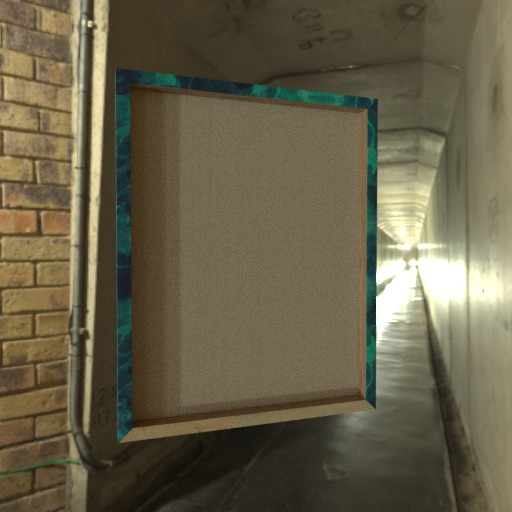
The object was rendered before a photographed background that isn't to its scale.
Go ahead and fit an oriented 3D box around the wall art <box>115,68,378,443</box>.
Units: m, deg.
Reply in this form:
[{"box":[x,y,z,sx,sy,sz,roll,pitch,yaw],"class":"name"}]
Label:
[{"box":[0.000,0.000,0.846,0.508,0.635,0.038,0,1,-18],"class":"wall art"}]
